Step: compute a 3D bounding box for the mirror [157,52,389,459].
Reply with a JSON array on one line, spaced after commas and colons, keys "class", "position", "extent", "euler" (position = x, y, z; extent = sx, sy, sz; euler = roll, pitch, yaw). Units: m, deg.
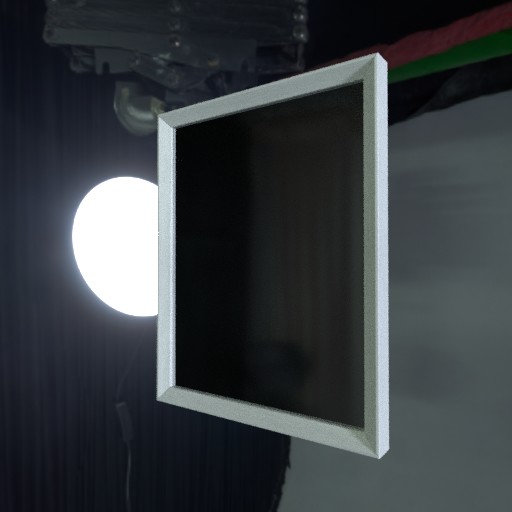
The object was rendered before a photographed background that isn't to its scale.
[{"class": "mirror", "position": [0.000, 0.000, 0.688], "extent": [0.406, 0.509, 0.041], "euler": [-1, -1, 36]}]
